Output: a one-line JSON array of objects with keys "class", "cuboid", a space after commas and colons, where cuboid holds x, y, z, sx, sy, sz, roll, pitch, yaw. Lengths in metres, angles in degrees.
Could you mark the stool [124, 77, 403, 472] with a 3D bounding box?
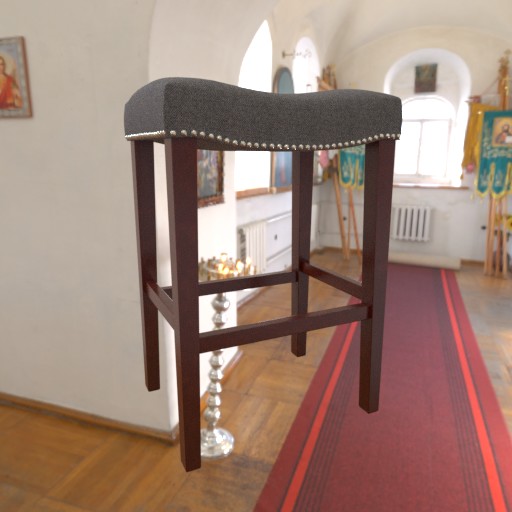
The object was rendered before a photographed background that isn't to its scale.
[{"class": "stool", "cuboid": [0.000, 0.000, 1.035, 0.504, 0.742, 0.372, -7, 15, -25]}]
